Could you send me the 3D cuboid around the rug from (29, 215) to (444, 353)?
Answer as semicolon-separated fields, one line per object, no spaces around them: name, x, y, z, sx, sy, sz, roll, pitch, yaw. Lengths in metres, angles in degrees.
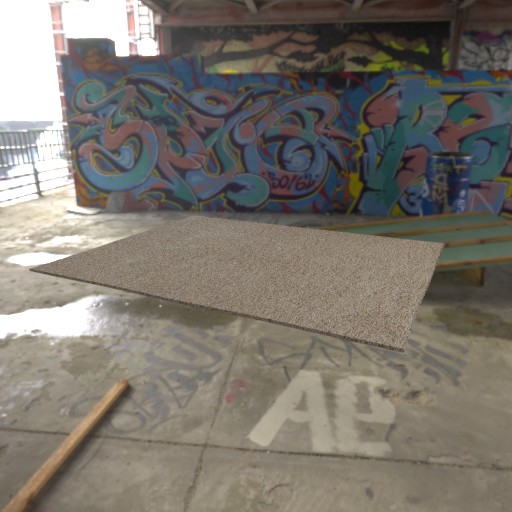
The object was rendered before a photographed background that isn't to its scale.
rug;0.000;0.000;4.049;3.000;0.025;2.400;8;19;26
